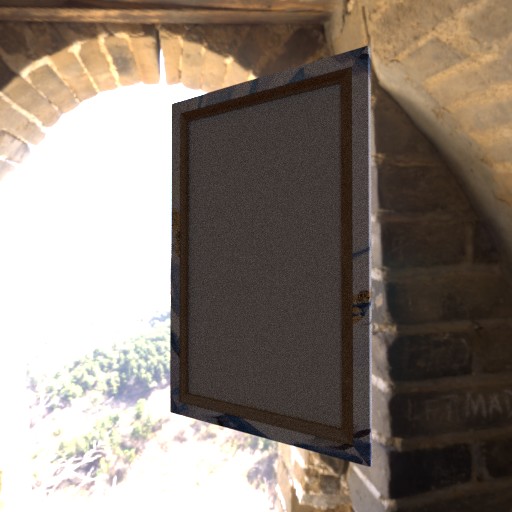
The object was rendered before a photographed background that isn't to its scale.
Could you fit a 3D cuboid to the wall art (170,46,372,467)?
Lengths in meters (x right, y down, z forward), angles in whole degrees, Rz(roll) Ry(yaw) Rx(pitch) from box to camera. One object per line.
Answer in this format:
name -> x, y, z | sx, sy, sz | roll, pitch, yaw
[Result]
wall art -> 0.000, 0.000, 1.139 | 0.610, 0.914, 0.016 | -1, -1, 35
